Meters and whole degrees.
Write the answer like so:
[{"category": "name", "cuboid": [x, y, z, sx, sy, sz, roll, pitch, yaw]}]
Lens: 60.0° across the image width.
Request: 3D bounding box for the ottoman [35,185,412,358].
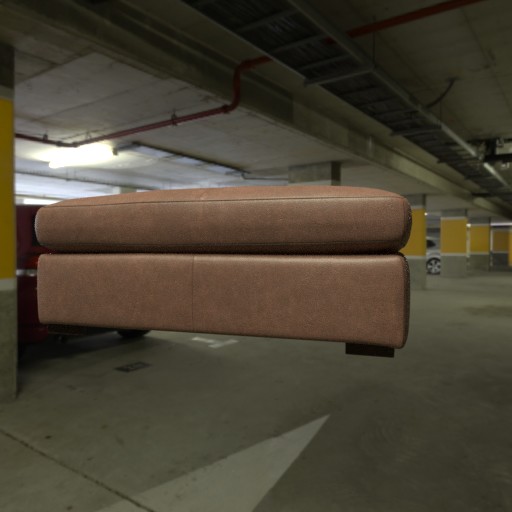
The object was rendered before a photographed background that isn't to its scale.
[{"category": "ottoman", "cuboid": [0.000, 0.000, 1.780, 1.168, 0.490, 1.168, 0, 1, 18]}]
